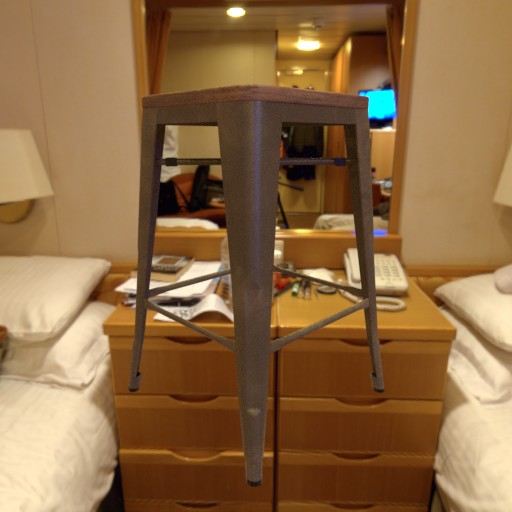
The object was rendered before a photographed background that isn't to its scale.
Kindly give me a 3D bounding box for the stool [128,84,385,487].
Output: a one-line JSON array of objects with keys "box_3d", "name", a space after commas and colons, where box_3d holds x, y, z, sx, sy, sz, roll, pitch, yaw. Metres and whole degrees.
[{"box_3d": [0.000, 0.000, 0.897, 0.407, 0.607, 0.407, -14, 21, -43], "name": "stool"}]
